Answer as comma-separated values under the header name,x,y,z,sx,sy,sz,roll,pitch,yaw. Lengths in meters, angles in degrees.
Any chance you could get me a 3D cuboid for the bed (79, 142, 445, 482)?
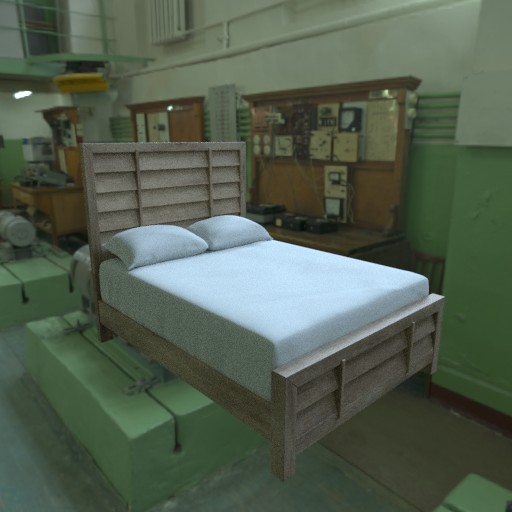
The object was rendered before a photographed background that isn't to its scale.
name,x,y,z,sx,sy,sz,roll,pitch,yaw
bed,0.000,0.000,3.308,1.626,1.626,2.197,-13,20,-41
